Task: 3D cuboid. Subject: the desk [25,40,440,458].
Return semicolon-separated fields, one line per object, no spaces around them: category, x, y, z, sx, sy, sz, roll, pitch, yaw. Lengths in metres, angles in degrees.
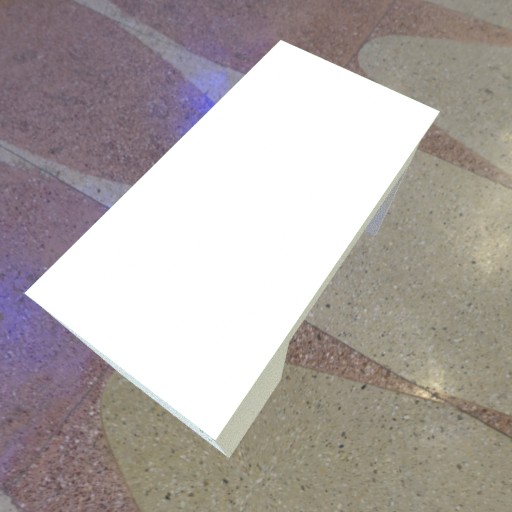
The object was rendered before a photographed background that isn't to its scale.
desk;0.000;0.000;1.494;0.560;0.730;1.096;32;67;15
